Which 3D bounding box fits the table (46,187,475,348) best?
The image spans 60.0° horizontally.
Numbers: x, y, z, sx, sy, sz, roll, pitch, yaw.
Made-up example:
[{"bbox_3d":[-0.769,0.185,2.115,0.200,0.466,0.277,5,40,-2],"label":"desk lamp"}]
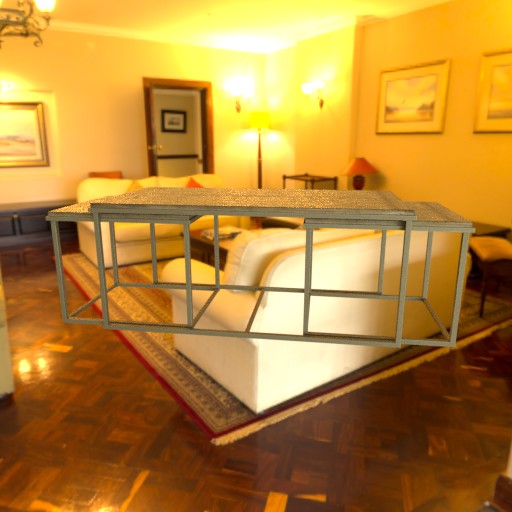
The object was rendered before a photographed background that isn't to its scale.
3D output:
[{"bbox_3d":[0.000,0.000,1.588,1.312,0.427,0.489,2,15,8],"label":"table"}]
